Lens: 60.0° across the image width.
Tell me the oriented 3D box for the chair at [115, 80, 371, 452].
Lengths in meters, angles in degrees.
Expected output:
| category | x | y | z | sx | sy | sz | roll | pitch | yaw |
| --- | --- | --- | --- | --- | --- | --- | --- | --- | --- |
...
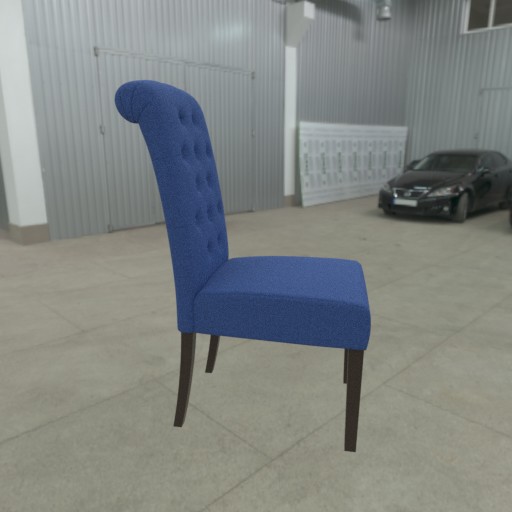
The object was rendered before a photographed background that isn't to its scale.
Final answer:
| category | x | y | z | sx | sy | sz | roll | pitch | yaw |
| --- | --- | --- | --- | --- | --- | --- | --- | --- | --- |
| chair | 0.000 | 0.000 | 1.364 | 0.671 | 1.006 | 0.456 | 3 | 14 | 10 |
